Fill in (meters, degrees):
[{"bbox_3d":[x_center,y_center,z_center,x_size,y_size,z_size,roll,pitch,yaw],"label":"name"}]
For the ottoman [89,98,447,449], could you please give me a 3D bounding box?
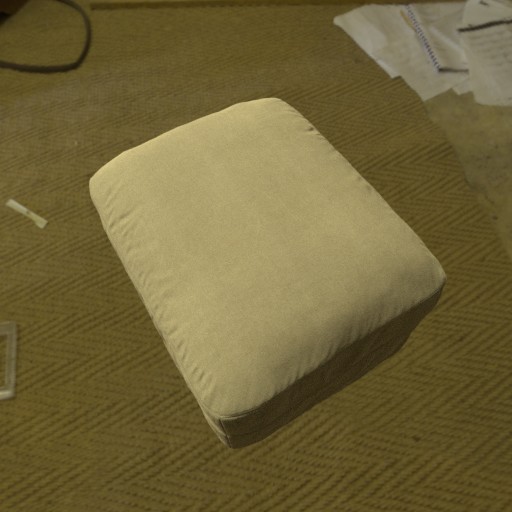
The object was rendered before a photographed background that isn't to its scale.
[{"bbox_3d":[0.000,0.000,1.097,0.584,0.480,0.712,-28,63,-16],"label":"ottoman"}]
